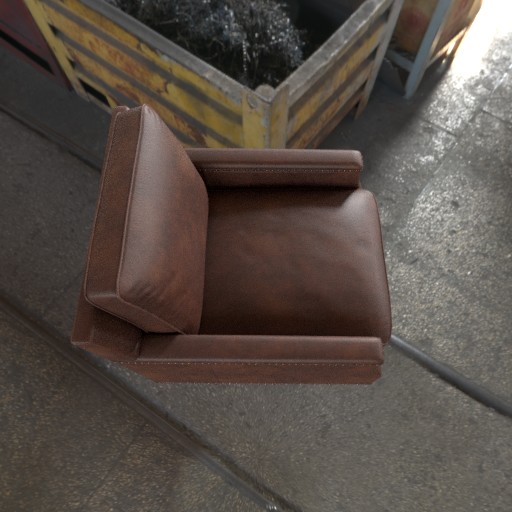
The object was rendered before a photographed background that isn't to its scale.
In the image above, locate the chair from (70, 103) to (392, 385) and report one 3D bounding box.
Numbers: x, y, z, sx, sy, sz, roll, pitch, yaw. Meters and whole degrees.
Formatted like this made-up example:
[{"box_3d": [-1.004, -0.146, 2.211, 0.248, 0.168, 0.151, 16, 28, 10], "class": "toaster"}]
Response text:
[{"box_3d": [0.000, 0.000, 1.685, 1.014, 0.929, 0.853, 0, 65, 0], "class": "chair"}]
